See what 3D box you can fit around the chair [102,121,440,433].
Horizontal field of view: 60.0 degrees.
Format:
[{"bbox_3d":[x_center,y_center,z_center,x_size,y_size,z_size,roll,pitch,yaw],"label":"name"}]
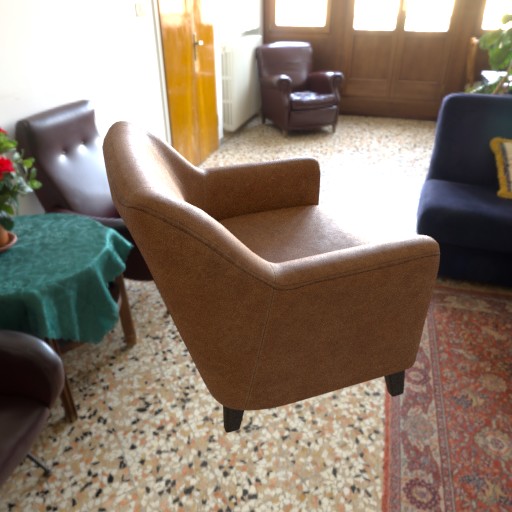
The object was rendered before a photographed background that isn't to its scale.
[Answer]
[{"bbox_3d":[0.000,0.000,1.807,1.034,0.980,1.037,-10,32,-17],"label":"chair"}]
